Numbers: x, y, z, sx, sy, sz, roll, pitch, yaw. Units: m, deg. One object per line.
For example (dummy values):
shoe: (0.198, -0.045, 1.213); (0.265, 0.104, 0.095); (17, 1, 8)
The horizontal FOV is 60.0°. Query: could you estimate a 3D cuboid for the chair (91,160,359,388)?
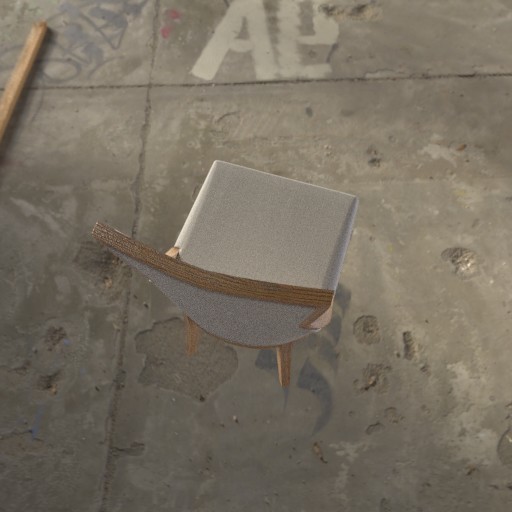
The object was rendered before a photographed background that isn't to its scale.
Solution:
chair: (0.000, 0.000, 1.329); (0.524, 0.947, 0.641); (16, 63, 8)
